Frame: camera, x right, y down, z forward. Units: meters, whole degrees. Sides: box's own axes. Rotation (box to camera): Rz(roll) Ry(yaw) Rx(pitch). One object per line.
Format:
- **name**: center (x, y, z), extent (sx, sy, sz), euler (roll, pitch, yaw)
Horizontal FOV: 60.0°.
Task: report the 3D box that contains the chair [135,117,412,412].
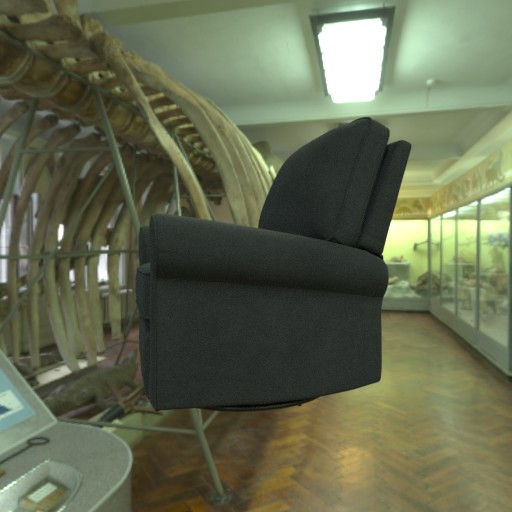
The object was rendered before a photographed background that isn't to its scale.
- **chair**: center (0.000, 0.000, 1.694), extent (0.878, 0.961, 0.890), euler (0, 1, -17)
